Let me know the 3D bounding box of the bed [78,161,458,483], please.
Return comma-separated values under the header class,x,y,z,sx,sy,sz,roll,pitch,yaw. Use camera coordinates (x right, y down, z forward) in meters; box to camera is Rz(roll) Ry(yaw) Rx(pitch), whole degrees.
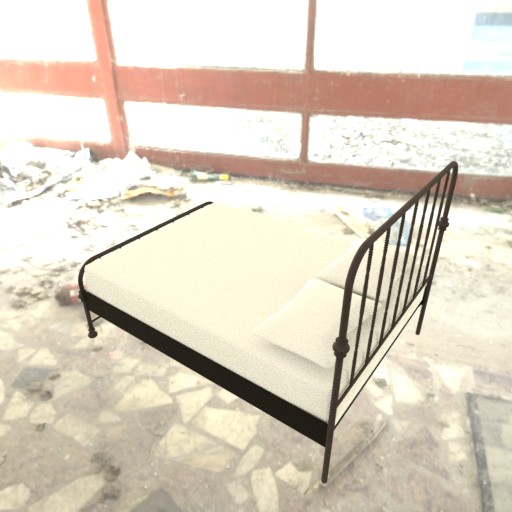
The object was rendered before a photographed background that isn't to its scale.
class,x,y,z,sx,sy,sz,roll,pitch,yaw
bed,0.000,0.000,3.148,2.134,1.446,1.616,20,36,31
